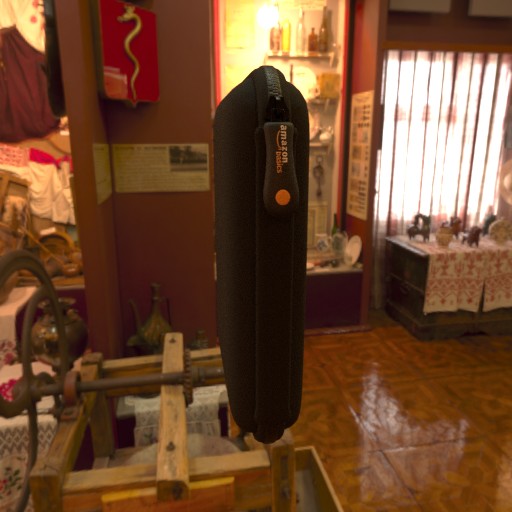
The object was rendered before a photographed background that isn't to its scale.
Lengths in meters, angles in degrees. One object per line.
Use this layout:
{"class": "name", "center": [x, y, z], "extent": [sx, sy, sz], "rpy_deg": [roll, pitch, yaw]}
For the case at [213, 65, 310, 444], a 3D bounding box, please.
{"class": "case", "center": [0.000, 0.000, 0.193], "extent": [0.030, 0.147, 0.107], "rpy_deg": [-2, 15, -8]}
